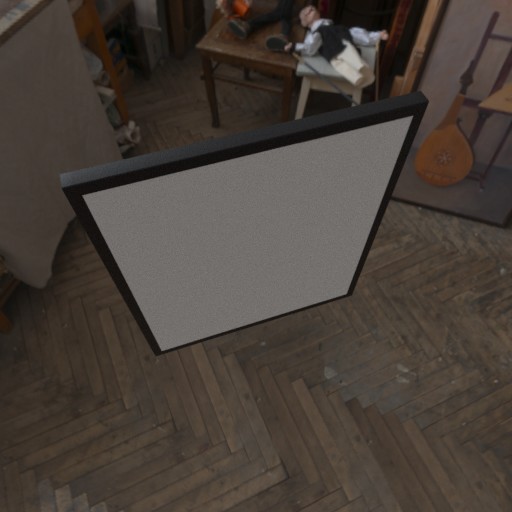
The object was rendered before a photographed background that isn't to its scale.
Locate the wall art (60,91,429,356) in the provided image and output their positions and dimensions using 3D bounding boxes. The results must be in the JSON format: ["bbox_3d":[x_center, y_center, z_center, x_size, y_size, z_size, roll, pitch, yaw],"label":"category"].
[{"bbox_3d":[0.000,0.000,0.714,0.430,0.509,0.021,-16,59,-10],"label":"wall art"}]
